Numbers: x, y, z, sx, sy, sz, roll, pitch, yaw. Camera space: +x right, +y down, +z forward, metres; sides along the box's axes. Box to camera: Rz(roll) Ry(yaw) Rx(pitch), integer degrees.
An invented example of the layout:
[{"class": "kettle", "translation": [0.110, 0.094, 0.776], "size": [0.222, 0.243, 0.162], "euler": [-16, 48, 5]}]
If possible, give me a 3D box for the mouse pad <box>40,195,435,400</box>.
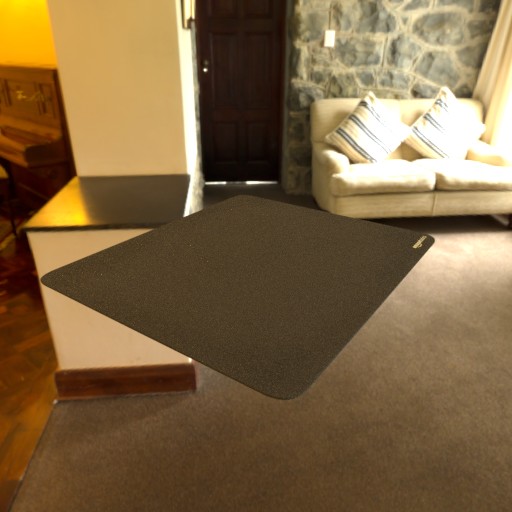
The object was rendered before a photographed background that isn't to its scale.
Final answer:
[{"class": "mouse pad", "translation": [0.000, 0.000, 0.639], "size": [0.393, 0.002, 0.451], "euler": [17, 30, 32]}]
